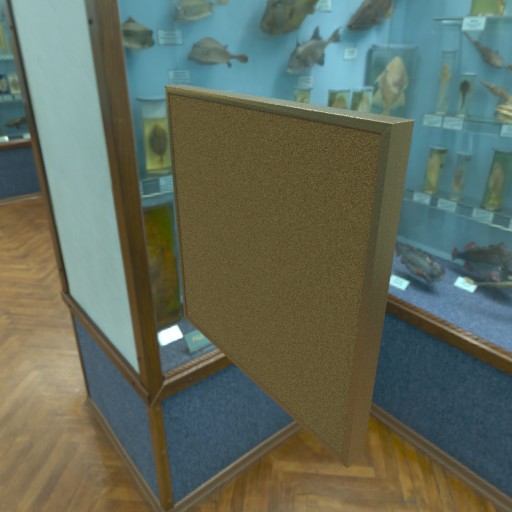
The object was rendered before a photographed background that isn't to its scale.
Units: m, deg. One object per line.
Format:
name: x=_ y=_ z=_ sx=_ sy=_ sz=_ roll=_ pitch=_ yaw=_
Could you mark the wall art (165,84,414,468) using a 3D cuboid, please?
wall art: x=0.000 y=0.000 z=0.748 sx=0.037 sy=0.505 sz=0.505 roll=-18 pitch=32 yaw=-33
